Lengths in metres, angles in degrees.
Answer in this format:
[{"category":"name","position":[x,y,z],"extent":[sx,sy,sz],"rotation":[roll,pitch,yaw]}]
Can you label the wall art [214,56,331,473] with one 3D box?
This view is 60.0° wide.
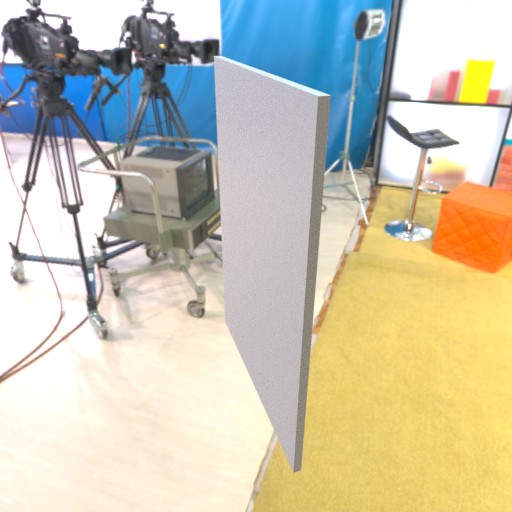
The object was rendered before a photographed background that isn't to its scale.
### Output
[{"category":"wall art","position":[0.000,0.000,0.685],"extent":[0.013,0.533,0.381],"rotation":[-10,31,-16]}]
